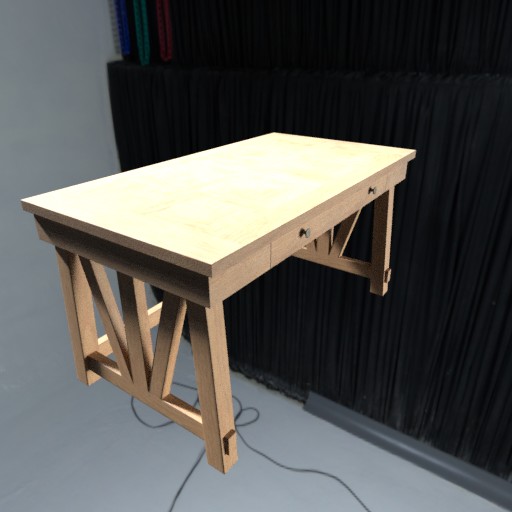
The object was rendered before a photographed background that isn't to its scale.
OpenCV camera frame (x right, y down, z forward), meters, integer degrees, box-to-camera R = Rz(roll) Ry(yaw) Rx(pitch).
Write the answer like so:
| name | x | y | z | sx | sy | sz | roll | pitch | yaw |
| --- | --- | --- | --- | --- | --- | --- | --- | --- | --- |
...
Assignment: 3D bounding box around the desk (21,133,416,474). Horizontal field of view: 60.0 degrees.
| name | x | y | z | sx | sy | sz | roll | pitch | yaw |
| --- | --- | --- | --- | --- | --- | --- | --- | --- | --- |
| desk | 0.000 | 0.000 | 1.943 | 0.813 | 0.762 | 1.499 | 17 | 30 | 31 |
